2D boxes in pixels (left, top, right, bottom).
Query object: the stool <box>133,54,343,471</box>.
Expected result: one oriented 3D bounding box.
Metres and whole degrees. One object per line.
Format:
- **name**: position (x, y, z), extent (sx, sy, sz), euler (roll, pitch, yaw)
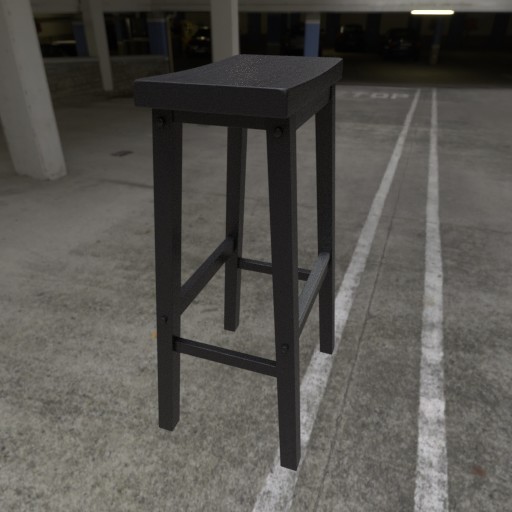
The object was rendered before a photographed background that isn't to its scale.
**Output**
- **stool**: position (0.000, 0.000, 0.940), extent (0.322, 0.742, 0.406), euler (10, 31, 17)
